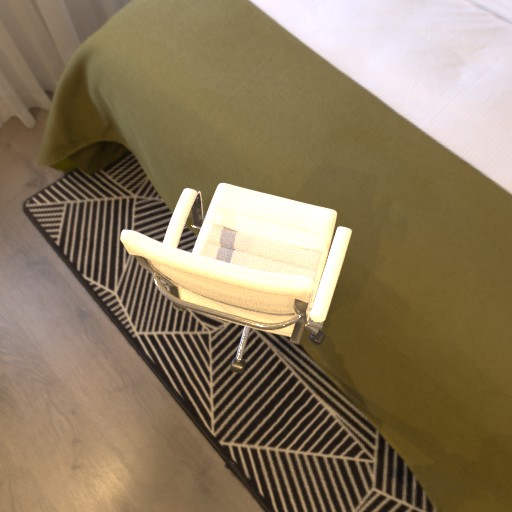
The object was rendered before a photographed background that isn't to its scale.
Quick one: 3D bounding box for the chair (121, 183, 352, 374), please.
[{"bbox_3d":[0.000,0.000,1.569,0.679,1.149,0.679,15,65,7],"label":"chair"}]
